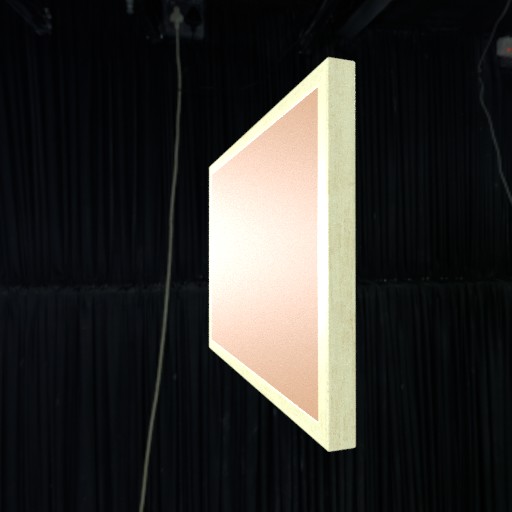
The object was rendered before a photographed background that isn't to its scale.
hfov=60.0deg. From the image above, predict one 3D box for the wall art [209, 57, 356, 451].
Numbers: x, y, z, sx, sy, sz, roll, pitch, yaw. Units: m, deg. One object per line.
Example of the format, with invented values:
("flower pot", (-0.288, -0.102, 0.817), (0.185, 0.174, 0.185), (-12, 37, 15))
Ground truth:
("wall art", (0.000, 0.000, 0.685), (0.032, 0.381, 0.533), (0, -1, -18))
